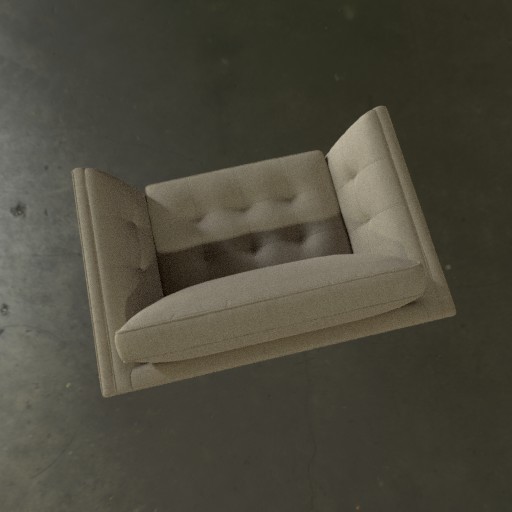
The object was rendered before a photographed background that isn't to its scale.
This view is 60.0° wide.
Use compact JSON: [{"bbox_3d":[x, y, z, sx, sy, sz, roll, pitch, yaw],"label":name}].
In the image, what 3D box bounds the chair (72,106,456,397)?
[{"bbox_3d":[0.000,0.000,2.090,1.397,0.940,0.965,-12,75,-3],"label":"chair"}]
